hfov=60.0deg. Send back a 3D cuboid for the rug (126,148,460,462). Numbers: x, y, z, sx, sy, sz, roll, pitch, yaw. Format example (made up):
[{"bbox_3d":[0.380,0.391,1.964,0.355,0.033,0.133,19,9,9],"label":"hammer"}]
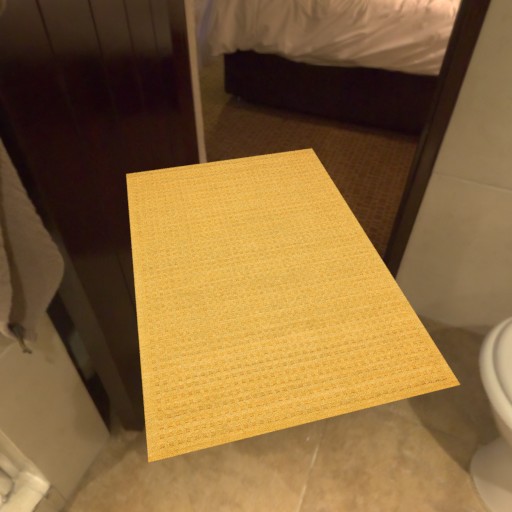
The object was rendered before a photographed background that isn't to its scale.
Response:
[{"bbox_3d":[0.000,0.000,3.669,1.981,0.006,2.895,-10,46,-10],"label":"rug"}]
